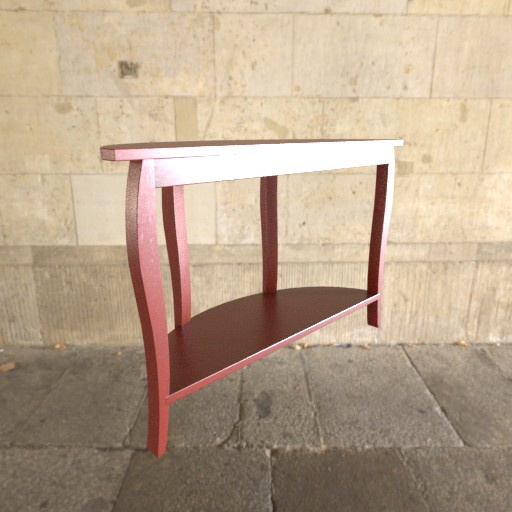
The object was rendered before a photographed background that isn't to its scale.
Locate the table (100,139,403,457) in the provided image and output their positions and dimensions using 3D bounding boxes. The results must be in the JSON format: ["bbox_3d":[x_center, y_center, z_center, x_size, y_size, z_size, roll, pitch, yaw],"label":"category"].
[{"bbox_3d":[0.000,0.000,1.557,1.219,0.779,0.405,-15,22,-43],"label":"table"}]
